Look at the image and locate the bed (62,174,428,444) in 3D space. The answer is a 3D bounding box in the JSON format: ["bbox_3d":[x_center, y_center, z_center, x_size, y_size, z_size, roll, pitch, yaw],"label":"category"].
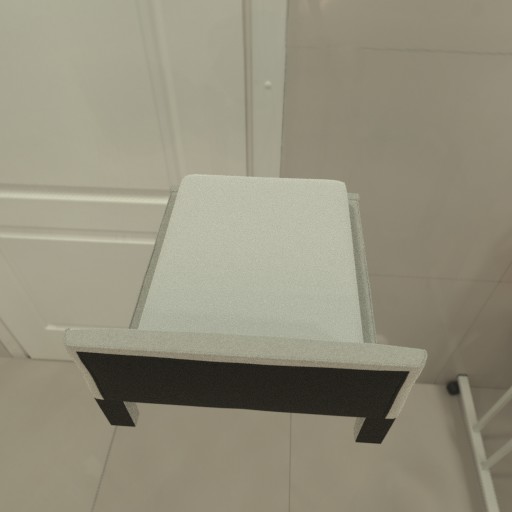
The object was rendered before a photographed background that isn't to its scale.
[{"bbox_3d":[0.000,0.000,3.319,1.840,1.067,2.368,3,48,3],"label":"bed"}]
